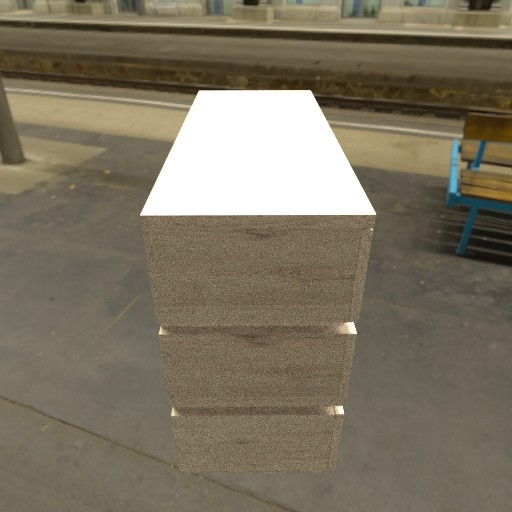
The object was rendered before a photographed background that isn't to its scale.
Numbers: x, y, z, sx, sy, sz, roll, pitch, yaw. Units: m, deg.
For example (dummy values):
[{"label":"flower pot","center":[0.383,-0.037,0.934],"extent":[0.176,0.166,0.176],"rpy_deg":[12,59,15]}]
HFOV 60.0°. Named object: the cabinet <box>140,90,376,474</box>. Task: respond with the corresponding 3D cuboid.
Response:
[{"label":"cabinet","center":[0.000,0.000,1.446],"extent":[0.420,0.820,1.040],"rpy_deg":[0,32,0]}]
